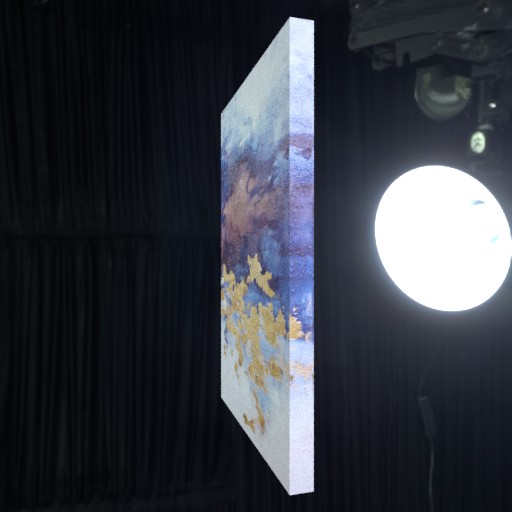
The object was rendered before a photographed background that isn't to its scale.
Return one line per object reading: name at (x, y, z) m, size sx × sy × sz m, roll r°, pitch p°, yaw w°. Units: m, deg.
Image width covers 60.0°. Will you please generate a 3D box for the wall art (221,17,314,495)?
wall art at (0.000, 0.000, 1.095) m, size 0.048 × 0.874 × 0.583 m, roll 0°, pitch 0°, yaw -17°
